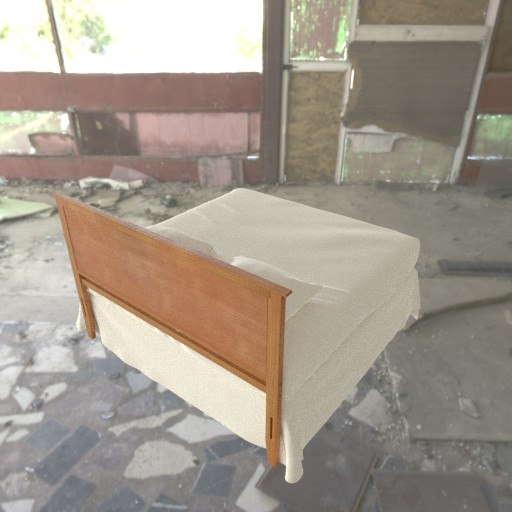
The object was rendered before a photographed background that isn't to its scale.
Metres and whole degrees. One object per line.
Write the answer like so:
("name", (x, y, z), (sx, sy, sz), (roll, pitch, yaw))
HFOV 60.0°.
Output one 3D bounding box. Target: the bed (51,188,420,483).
("bed", (0.000, 0.000, 3.612), (2.317, 1.270, 2.215), (21, 36, 33))
